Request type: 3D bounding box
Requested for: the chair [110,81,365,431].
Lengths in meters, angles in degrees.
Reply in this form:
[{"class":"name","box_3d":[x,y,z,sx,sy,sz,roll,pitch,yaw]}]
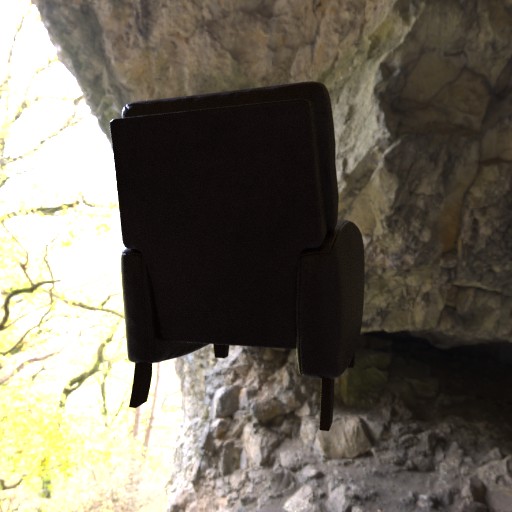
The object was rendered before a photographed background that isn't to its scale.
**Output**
[{"class":"chair","box_3d":[0.000,0.000,1.680,0.762,0.990,0.990,0,0,17]}]
